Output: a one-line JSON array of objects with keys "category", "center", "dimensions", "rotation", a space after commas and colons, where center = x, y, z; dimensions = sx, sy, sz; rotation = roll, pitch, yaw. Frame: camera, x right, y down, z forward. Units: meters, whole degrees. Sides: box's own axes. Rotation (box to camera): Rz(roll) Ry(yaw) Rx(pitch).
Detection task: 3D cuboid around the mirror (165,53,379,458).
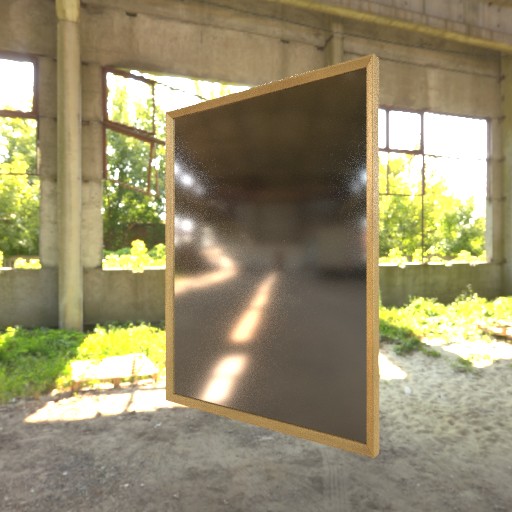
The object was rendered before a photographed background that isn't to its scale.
[{"category": "mirror", "center": [0.000, 0.000, 1.353], "dimensions": [0.762, 1.016, 0.041], "rotation": [0, 0, 36]}]
